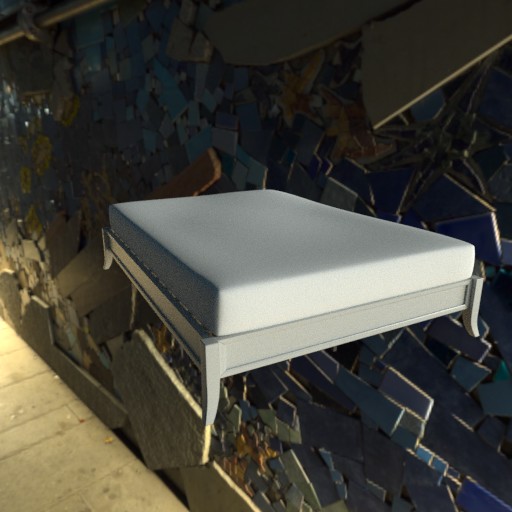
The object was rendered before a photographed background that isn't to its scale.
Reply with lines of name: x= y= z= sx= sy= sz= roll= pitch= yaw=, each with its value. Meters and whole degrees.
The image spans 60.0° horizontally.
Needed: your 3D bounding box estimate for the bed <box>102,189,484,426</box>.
bed: x=0.000 y=0.000 z=2.640 sx=1.460 sy=0.510 sz=1.985 roll=-9 pitch=19 yaw=-27
